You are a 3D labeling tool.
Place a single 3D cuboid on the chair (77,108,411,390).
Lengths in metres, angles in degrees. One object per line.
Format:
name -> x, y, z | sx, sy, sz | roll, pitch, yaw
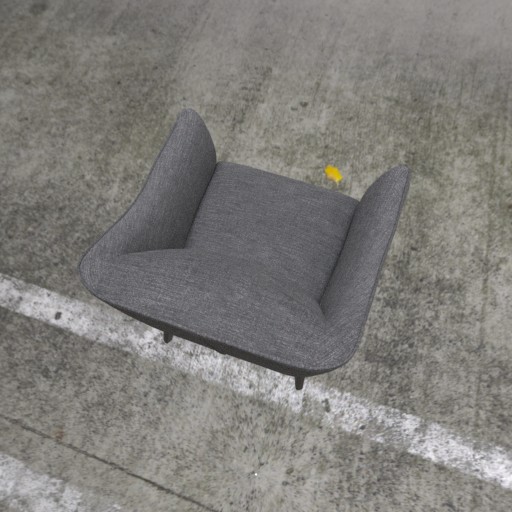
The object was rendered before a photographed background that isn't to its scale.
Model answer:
chair -> 0.000, 0.000, 1.577 | 0.870, 0.829, 0.851 | 18, 65, 8
